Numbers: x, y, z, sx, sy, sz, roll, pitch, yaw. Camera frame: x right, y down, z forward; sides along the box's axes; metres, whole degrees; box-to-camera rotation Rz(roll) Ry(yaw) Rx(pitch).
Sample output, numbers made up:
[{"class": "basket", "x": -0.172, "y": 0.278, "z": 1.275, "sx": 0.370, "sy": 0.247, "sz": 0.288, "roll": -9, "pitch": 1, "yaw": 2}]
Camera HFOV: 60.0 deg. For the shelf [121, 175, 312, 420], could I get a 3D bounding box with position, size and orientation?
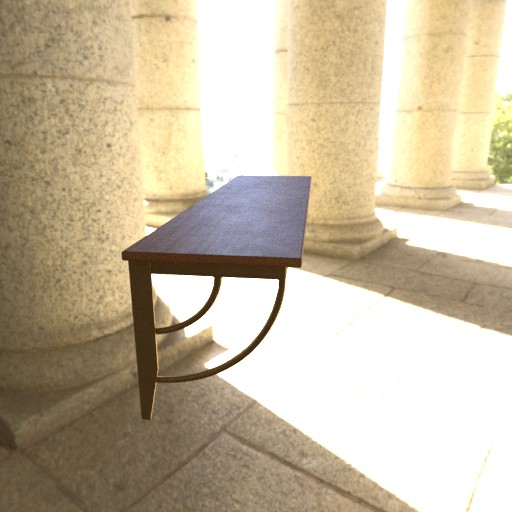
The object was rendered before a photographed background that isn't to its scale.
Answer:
[{"class": "shelf", "x": 0.000, "y": 0.000, "z": 0.726, "sx": 0.166, "sy": 0.190, "sz": 0.636, "roll": 2, "pitch": 17, "yaw": 7}]
